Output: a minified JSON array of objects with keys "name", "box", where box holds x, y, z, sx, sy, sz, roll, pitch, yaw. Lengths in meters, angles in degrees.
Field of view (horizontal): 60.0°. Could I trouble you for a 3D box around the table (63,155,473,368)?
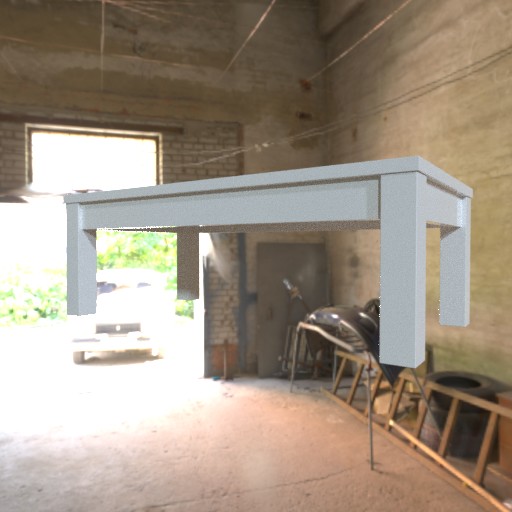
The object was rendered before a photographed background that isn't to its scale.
[{"name":"table","box":[0.000,0.000,1.644,1.350,0.470,0.700,1,2,35]}]
